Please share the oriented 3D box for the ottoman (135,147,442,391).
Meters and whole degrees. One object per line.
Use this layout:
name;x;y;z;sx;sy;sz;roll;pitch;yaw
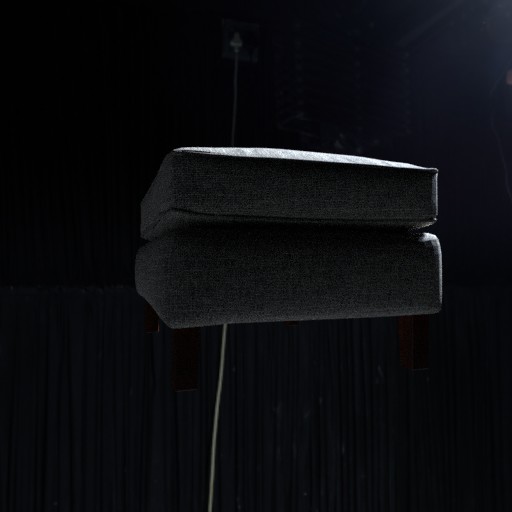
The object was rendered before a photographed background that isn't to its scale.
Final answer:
ottoman;0.000;0.000;0.999;0.508;0.406;0.686;0;-1;-18
